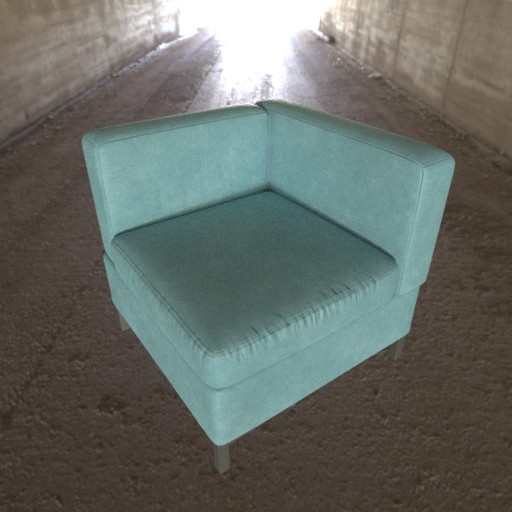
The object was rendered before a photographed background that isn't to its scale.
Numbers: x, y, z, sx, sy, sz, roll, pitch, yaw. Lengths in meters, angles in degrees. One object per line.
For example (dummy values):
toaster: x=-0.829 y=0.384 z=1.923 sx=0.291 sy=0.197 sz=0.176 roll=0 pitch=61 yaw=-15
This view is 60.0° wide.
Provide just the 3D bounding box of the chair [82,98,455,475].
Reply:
chair: x=0.000 y=0.000 z=1.219 sx=0.680 sy=0.660 sz=0.680 roll=-21 pitch=38 yaw=-29
